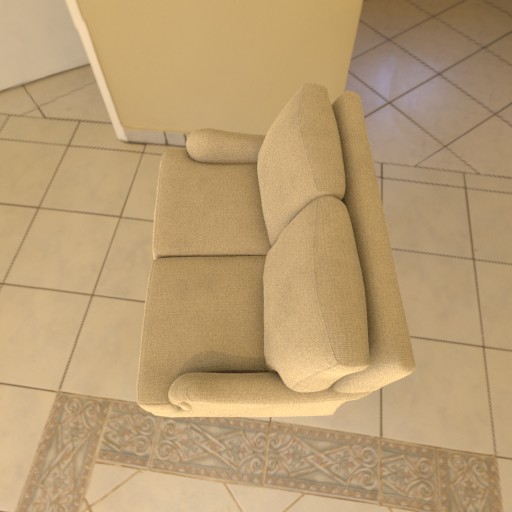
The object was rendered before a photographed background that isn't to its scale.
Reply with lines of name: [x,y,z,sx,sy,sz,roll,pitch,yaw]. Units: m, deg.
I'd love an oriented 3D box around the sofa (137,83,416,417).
sofa: [0.000,0.000,2.225,1.087,0.999,1.480,-1,60,-1]
